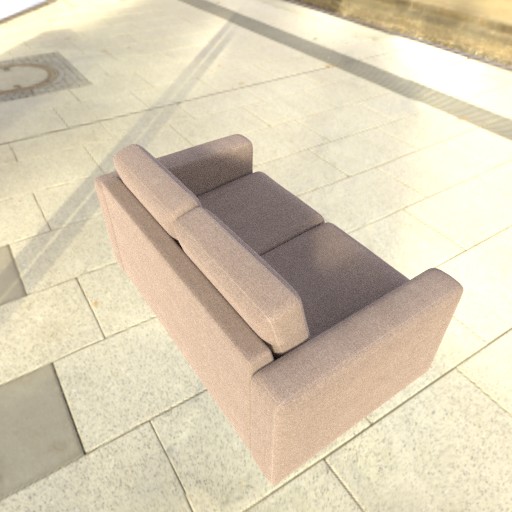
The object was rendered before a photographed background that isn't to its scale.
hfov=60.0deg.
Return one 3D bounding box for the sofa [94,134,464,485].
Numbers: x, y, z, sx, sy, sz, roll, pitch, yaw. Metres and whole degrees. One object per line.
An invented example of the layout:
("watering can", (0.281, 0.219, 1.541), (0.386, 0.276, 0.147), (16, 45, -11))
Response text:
("sofa", (0.000, 0.000, 2.003), (0.900, 0.800, 1.520), (-25, 47, -25))
